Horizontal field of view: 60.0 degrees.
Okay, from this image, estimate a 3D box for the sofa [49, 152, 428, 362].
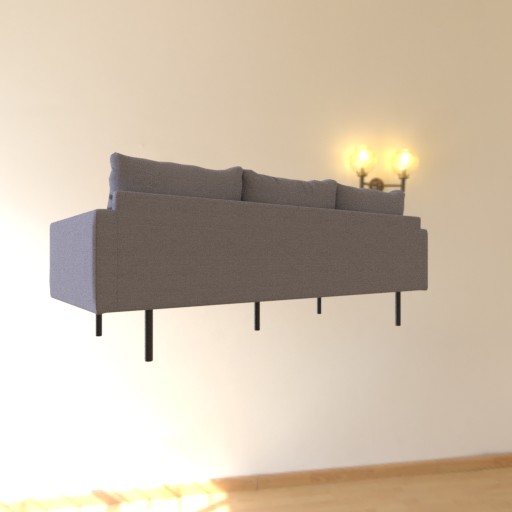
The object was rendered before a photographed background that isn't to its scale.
[{"bbox_3d":[0.000,0.000,2.481,2.000,0.830,0.850,0,0,-35],"label":"sofa"}]
